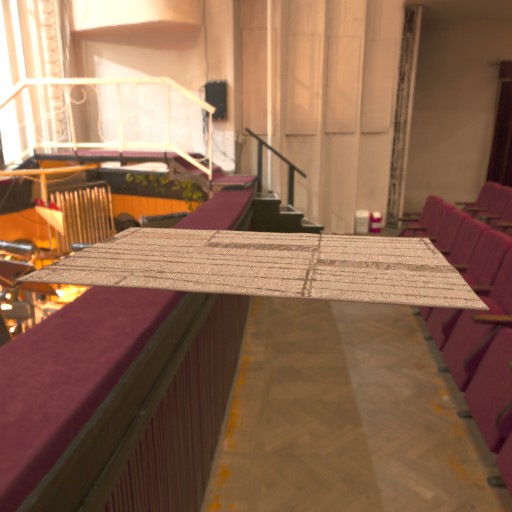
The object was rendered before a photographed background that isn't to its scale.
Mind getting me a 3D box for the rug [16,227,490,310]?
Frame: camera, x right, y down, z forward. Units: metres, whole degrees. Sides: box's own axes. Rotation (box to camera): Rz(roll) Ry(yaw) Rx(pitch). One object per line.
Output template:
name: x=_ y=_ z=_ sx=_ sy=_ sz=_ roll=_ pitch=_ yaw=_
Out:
rug: x=0.000 y=0.000 z=1.037 sx=0.867 sy=0.007 sz=0.515 roll=3 pitch=16 yaw=10
